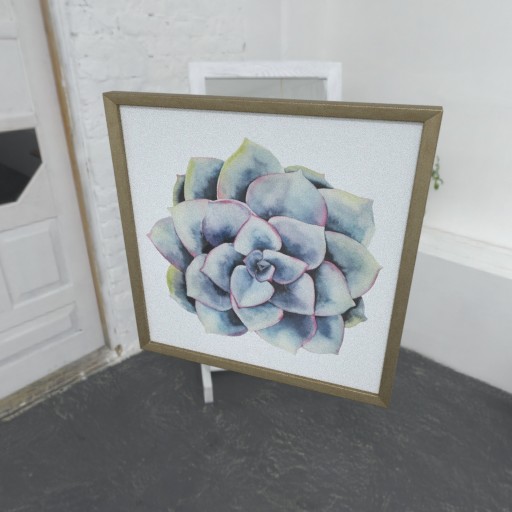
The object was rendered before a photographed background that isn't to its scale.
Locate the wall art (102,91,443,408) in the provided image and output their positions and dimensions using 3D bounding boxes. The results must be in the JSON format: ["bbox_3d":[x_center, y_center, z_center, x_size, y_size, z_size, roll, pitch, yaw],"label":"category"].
[{"bbox_3d":[0.000,0.000,0.751,0.503,0.506,0.030,9,28,17],"label":"wall art"}]
